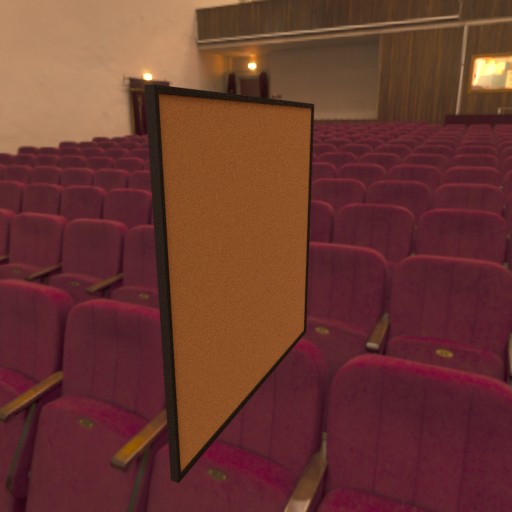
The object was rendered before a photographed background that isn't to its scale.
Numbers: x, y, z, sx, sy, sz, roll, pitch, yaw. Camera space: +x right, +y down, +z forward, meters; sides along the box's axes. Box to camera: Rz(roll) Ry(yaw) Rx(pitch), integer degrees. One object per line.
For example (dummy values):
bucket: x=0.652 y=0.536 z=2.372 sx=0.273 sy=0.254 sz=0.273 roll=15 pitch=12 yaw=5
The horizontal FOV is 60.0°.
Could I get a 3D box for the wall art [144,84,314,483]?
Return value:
wall art: x=0.000 y=0.000 z=0.678 sx=0.013 sy=0.457 sz=0.458 roll=8 pitch=18 yaw=25
